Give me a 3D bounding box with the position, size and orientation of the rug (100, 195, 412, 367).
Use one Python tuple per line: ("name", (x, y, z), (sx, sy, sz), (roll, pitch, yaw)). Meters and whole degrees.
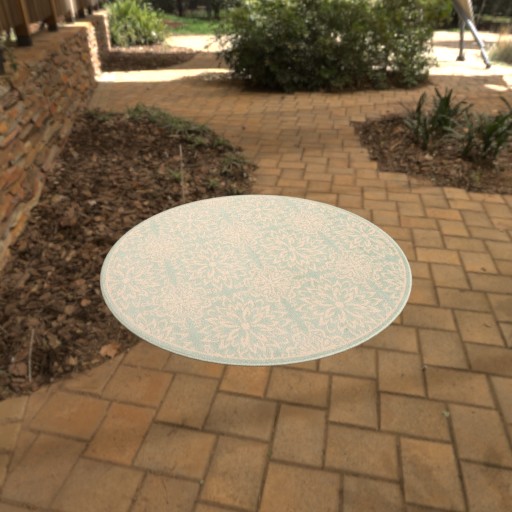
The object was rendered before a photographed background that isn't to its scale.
("rug", (0.000, 0.000, 2.362), (1.593, 0.012, 1.593), (0, 32, 0))
